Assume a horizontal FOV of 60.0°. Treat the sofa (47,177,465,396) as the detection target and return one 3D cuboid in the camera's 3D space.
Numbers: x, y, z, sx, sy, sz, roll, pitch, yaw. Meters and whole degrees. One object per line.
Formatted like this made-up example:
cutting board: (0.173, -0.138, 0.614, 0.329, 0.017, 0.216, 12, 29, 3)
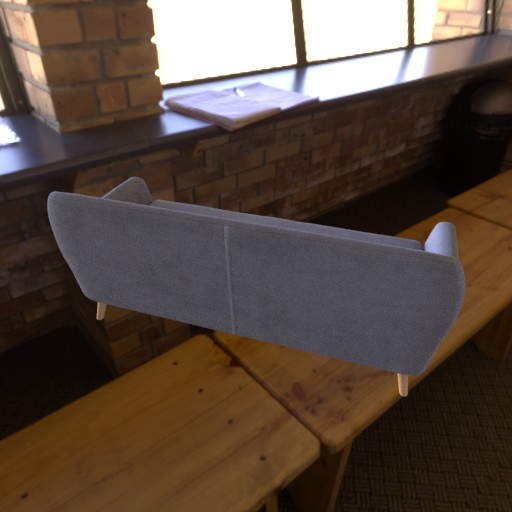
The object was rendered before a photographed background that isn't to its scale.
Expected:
sofa: (0.000, 0.000, 2.376, 1.970, 0.830, 0.830, 10, 34, 16)
